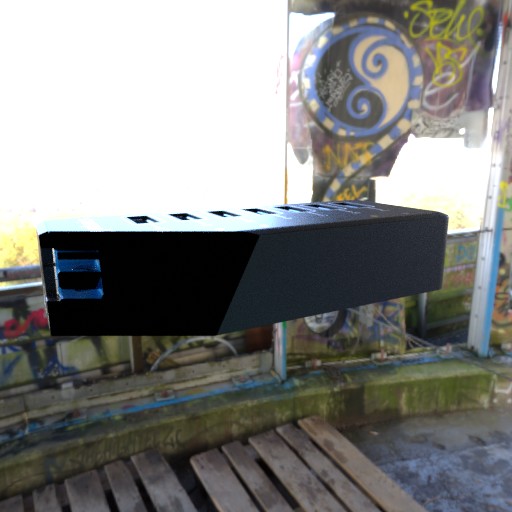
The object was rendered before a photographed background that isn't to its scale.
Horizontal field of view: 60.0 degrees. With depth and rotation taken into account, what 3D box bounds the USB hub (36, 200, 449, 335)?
[{"bbox_3d":[0.000,0.000,0.126,0.110,0.023,0.044,-7,15,-27],"label":"USB hub"}]
